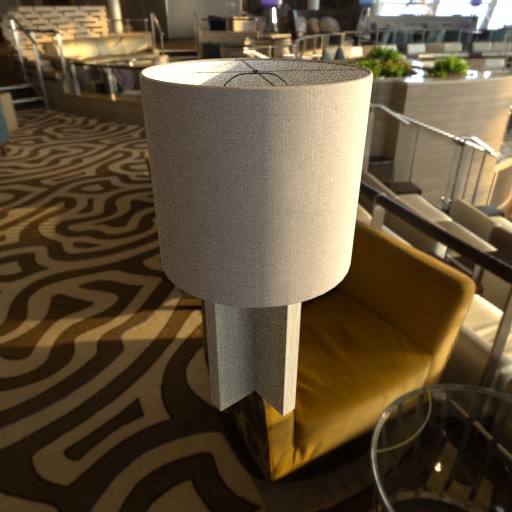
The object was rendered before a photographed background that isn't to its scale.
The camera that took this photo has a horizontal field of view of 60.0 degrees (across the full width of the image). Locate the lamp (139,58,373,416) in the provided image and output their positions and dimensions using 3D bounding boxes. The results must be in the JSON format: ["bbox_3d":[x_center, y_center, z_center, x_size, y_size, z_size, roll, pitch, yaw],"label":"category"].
[{"bbox_3d":[0.000,0.000,0.548,0.229,0.428,0.229,-22,36,-33],"label":"lamp"}]
